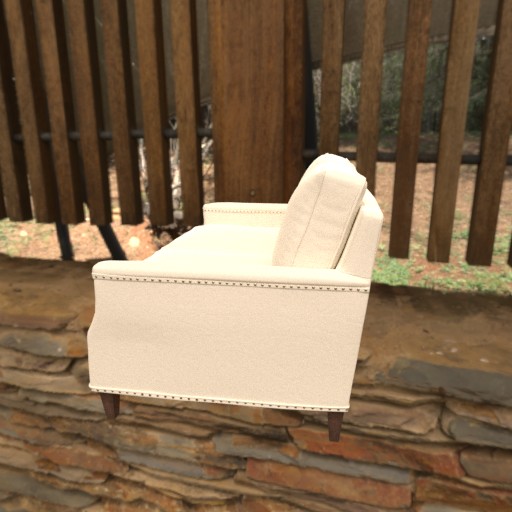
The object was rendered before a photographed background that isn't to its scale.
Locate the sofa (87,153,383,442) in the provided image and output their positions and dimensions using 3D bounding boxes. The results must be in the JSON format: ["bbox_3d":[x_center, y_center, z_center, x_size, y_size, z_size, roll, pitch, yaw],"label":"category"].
[{"bbox_3d":[0.000,0.000,2.291,1.084,1.003,1.597,2,15,9],"label":"sofa"}]
